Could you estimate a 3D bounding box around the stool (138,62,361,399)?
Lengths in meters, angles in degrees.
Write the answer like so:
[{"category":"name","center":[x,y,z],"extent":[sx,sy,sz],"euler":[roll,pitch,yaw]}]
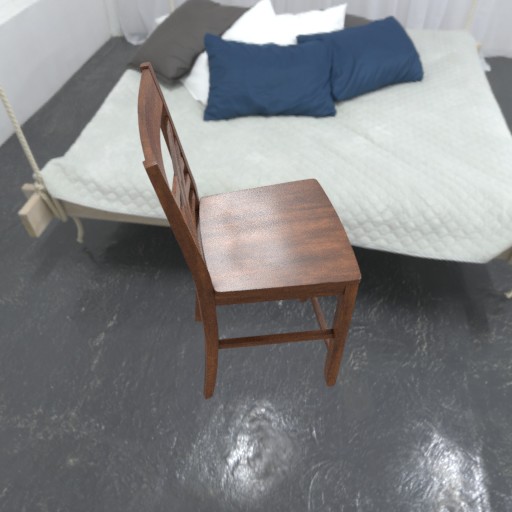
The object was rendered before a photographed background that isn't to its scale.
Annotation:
[{"category":"stool","center":[0.000,0.000,1.408],"extent":[0.539,1.079,0.462],"euler":[-8,48,-7]}]
